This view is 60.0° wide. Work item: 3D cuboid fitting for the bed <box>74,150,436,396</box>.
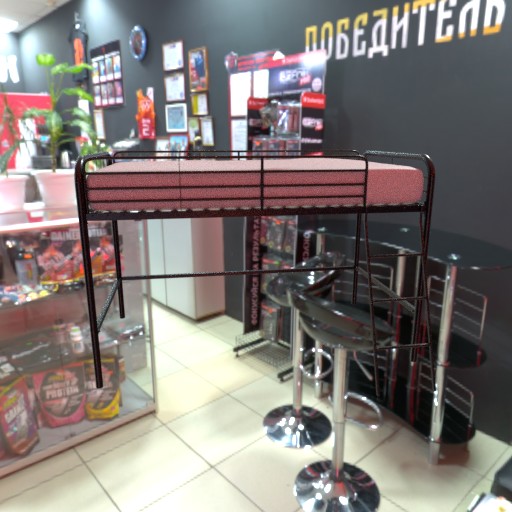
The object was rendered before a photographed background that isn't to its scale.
[{"bbox_3d":[0.000,0.000,2.854,1.968,1.289,1.393,-2,15,-9],"label":"bed"}]
